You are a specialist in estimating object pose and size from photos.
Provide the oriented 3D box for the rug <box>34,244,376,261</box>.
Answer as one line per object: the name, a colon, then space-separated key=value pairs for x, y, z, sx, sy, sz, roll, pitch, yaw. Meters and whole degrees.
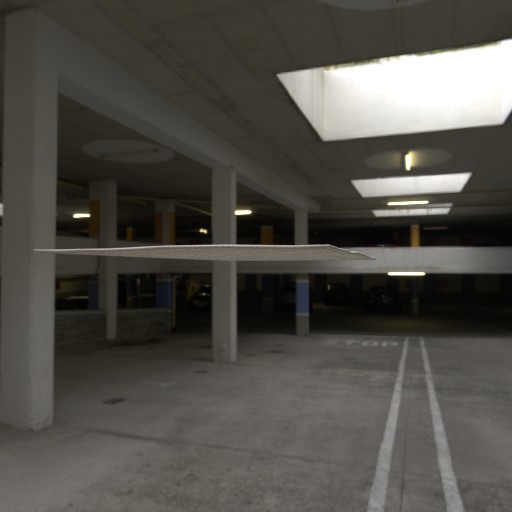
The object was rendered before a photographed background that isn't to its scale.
rug: x=0.000 y=0.000 z=1.086 sx=0.511 sy=0.008 sz=0.869 roll=-1 pitch=-2 yaw=19
